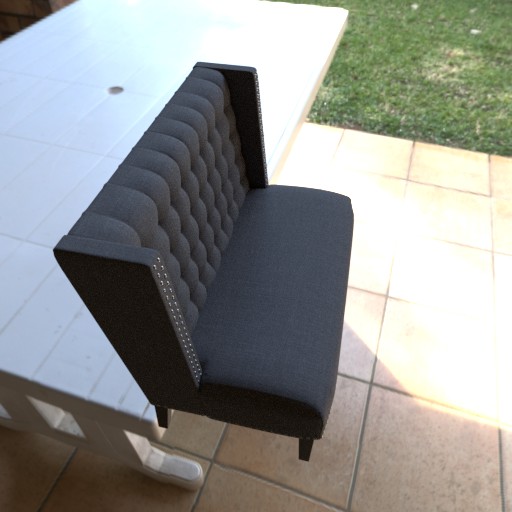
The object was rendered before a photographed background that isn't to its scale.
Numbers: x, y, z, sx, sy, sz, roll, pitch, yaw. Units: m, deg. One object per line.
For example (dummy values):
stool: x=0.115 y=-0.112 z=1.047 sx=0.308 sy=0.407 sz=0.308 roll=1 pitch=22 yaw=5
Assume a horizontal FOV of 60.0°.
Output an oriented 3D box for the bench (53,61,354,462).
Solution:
bench: x=0.000 y=0.000 z=1.944 sx=0.842 sy=1.121 sz=1.276 roll=9 pitch=47 yaw=9
